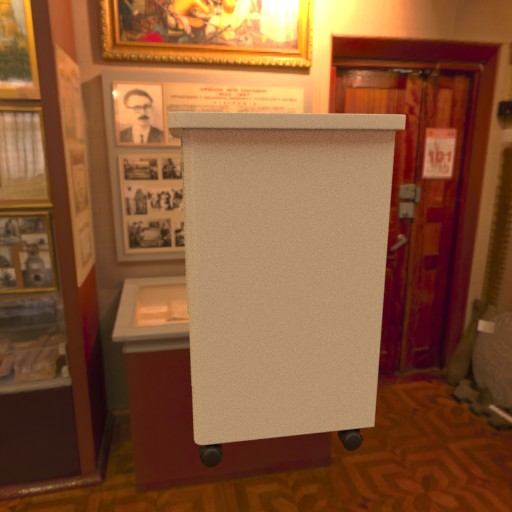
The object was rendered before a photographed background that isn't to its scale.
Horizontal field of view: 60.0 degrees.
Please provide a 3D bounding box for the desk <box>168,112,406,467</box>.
[{"bbox_3d":[0.000,0.000,1.342,0.475,0.763,0.877,-2,14,-9],"label":"desk"}]
